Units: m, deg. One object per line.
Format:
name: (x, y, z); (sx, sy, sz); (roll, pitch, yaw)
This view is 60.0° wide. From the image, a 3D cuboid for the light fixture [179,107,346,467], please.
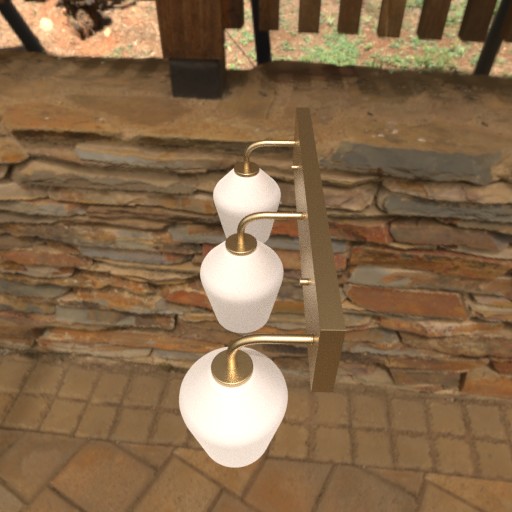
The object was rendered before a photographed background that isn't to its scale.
light fixture: (0.000, 0.000, 0.732); (0.190, 0.280, 0.609); (1, 42, 1)
